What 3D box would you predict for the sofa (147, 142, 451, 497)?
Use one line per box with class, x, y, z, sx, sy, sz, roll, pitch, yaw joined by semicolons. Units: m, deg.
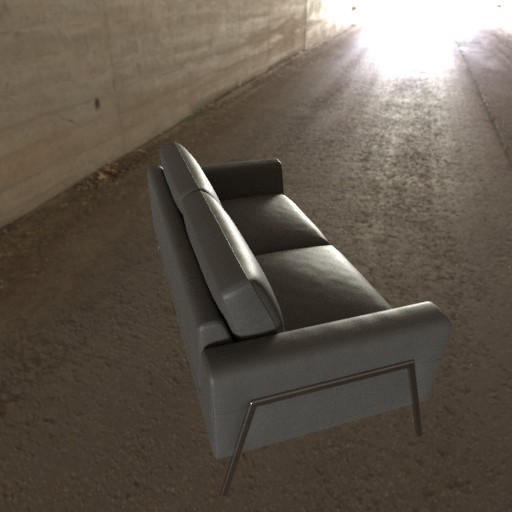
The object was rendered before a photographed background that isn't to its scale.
sofa;0.000;0.000;2.452;0.953;0.875;2.017;-9;32;-15
